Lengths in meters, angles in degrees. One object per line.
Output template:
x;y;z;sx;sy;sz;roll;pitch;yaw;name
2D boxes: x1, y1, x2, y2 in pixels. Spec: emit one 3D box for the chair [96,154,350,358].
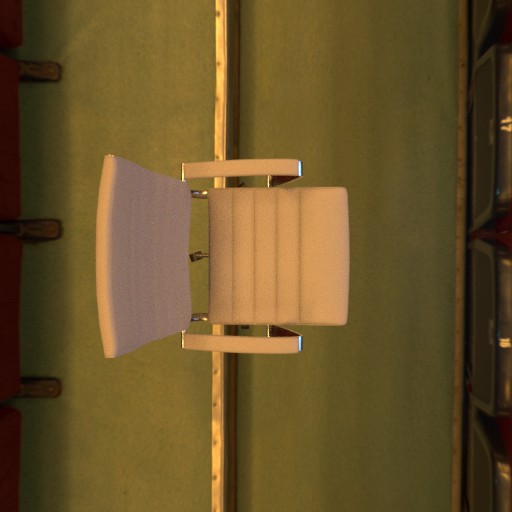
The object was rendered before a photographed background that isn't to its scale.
0.000;0.000;1.503;0.667;1.149;0.679;0;90;1;chair
